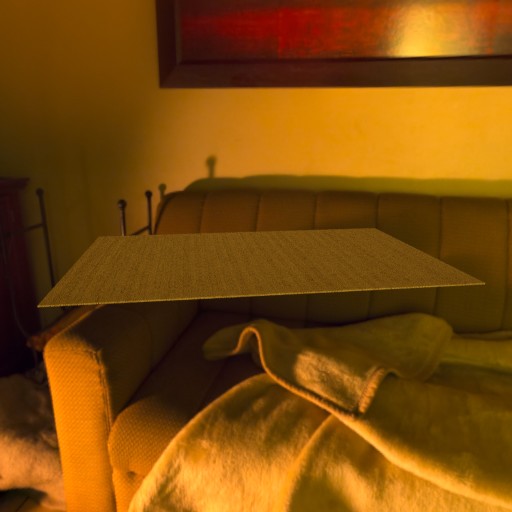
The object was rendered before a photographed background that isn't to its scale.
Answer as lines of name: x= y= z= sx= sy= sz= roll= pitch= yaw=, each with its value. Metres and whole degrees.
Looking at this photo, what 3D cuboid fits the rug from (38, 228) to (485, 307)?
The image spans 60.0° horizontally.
rug: x=0.000 y=0.000 z=2.258 sx=1.752 sy=0.006 sz=1.142 roll=-2 pitch=15 yaw=-8
